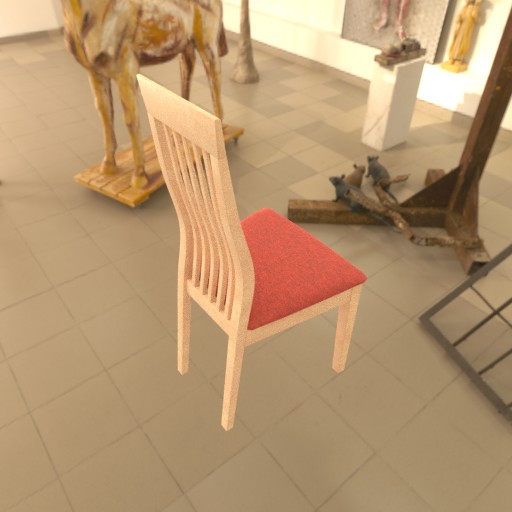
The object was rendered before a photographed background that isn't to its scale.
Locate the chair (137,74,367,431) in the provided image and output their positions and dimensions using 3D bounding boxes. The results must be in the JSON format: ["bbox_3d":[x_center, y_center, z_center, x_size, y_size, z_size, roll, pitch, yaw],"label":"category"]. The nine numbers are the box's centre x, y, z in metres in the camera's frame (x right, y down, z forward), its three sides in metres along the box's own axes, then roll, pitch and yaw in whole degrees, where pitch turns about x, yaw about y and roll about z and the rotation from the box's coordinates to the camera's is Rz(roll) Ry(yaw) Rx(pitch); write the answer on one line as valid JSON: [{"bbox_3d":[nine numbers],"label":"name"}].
[{"bbox_3d":[0.000,0.000,1.272,0.474,1.027,0.460,-28,48,-28],"label":"chair"}]
